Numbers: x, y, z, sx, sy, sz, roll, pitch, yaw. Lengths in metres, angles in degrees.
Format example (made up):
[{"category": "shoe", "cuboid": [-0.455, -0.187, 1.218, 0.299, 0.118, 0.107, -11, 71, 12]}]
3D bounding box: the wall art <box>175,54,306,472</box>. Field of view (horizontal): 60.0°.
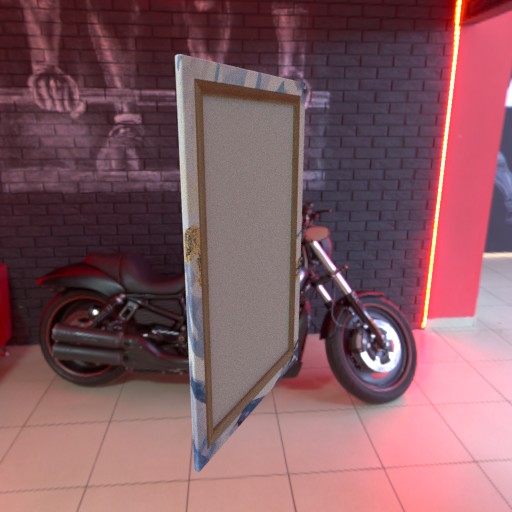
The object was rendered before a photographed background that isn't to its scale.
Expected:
[{"category": "wall art", "cuboid": [0.000, 0.000, 1.186, 0.016, 0.914, 0.610, 8, 18, 27]}]
